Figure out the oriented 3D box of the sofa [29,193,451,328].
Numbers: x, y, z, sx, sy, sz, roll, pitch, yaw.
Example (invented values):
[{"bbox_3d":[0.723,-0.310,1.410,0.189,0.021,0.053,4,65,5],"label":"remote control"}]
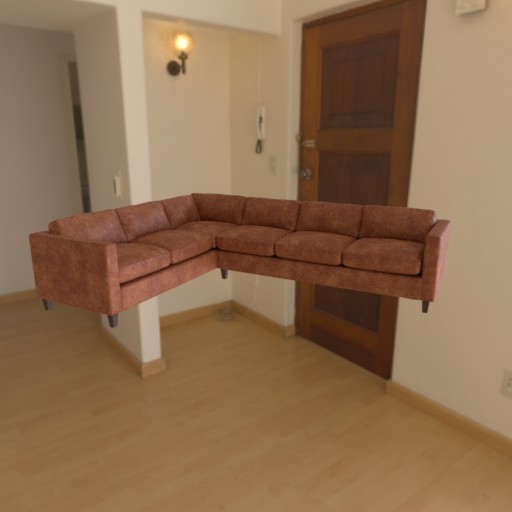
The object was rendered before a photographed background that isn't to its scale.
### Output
[{"bbox_3d":[0.000,0.000,4.196,3.150,0.838,2.438,8,17,27],"label":"sofa"}]
